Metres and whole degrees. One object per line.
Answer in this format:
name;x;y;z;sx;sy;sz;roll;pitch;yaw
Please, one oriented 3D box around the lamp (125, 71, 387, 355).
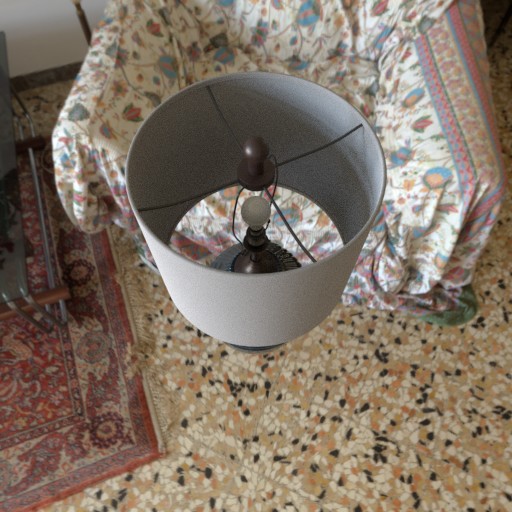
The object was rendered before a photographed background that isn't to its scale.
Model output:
lamp;0.000;0.000;0.761;0.318;0.567;0.318;0;62;0
